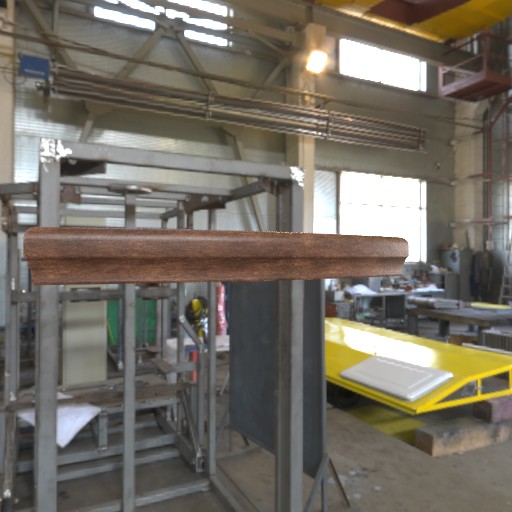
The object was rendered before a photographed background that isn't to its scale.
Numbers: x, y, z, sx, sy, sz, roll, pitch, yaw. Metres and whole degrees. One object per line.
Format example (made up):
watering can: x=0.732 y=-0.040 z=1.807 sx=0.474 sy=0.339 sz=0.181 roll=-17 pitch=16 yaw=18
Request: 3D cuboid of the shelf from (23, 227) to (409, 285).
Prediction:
shelf: x=0.000 y=0.000 z=0.468 sx=0.310 sy=0.050 sz=0.310 roll=0 pitch=0 yaw=18
